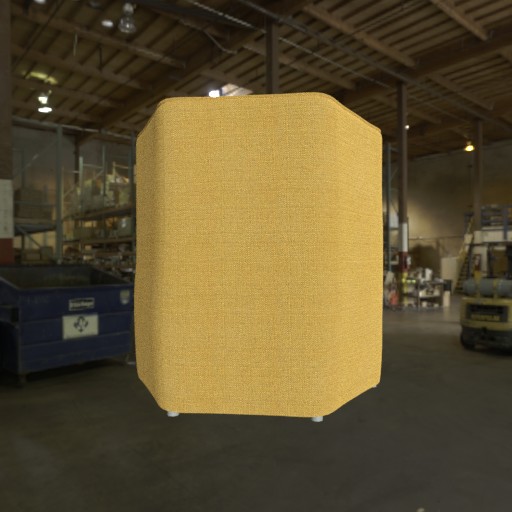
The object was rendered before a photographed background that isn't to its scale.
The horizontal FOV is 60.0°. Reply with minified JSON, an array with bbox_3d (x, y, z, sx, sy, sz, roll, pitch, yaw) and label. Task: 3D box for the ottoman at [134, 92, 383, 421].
[{"bbox_3d":[0.000,0.000,0.882,0.443,0.502,0.494,-1,-1,36],"label":"ottoman"}]
